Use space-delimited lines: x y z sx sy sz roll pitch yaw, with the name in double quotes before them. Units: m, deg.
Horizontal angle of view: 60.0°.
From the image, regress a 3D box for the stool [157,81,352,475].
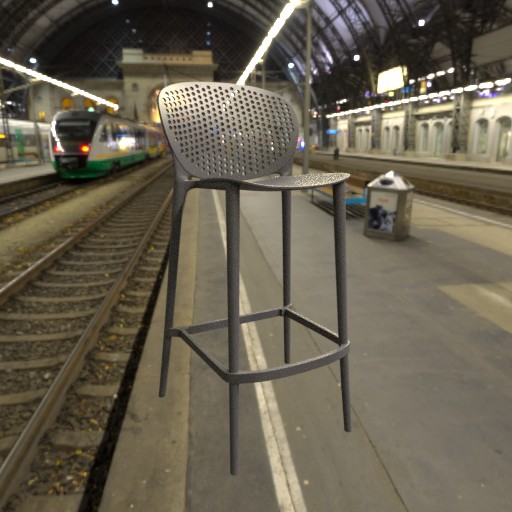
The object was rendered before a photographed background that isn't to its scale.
"stool" 0.000 0.000 1.347 0.536 1.045 0.535 -8 16 -27
